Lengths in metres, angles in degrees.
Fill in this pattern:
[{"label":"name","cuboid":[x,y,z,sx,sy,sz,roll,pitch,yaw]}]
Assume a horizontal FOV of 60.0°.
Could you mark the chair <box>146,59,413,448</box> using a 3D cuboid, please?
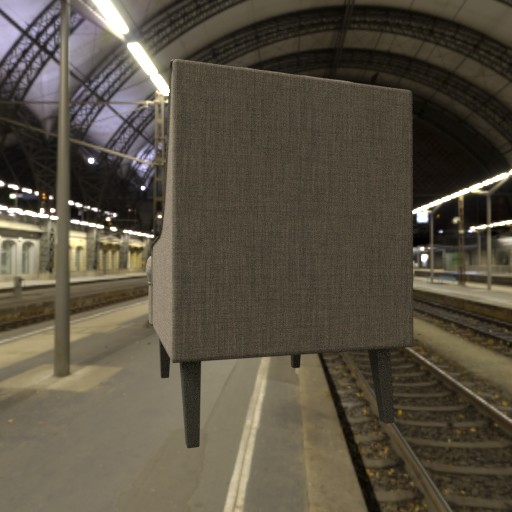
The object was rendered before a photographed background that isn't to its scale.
[{"label":"chair","cuboid":[0.000,0.000,1.432,0.655,0.891,0.771,0,-1,-17]}]
